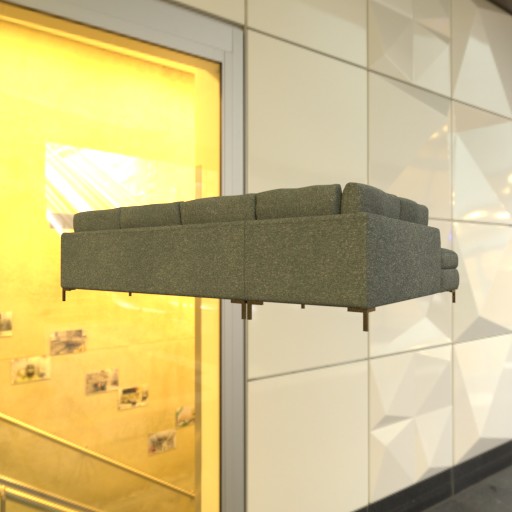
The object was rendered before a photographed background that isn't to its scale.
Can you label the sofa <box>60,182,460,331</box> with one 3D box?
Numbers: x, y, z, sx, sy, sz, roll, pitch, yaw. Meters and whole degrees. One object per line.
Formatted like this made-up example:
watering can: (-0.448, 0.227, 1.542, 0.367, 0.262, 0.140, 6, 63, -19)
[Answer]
sofa: (0.000, 0.000, 3.920, 2.949, 0.815, 2.007, 0, -1, 36)
